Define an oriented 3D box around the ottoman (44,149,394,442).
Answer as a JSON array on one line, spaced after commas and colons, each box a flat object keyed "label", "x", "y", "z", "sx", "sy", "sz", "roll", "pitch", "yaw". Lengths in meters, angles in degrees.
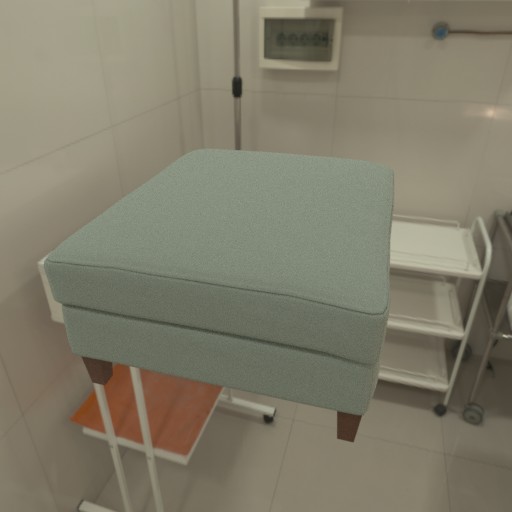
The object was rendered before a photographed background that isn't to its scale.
[{"label": "ottoman", "x": 0.000, "y": 0.000, "z": 1.482, "sx": 0.842, "sy": 0.494, "sz": 0.991, "roll": 8, "pitch": 31, "yaw": 14}]
